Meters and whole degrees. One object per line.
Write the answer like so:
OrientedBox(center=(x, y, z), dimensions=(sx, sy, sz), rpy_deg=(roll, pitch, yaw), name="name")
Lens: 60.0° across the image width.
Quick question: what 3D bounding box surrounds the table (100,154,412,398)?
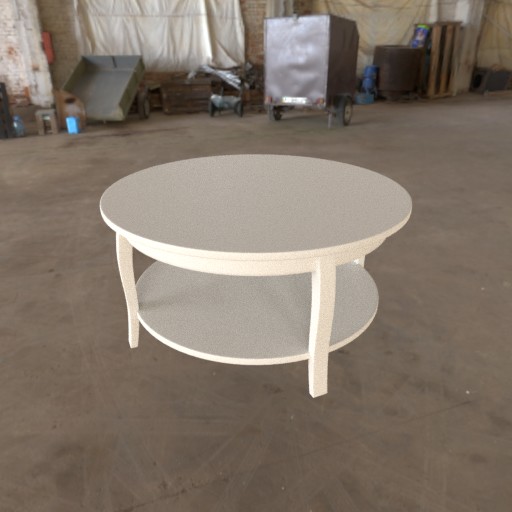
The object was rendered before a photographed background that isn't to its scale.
OrientedBox(center=(0.000, 0.000, 1.454), dimensions=(0.910, 0.457, 0.910), rpy_deg=(0, 26, 0), name="table")
